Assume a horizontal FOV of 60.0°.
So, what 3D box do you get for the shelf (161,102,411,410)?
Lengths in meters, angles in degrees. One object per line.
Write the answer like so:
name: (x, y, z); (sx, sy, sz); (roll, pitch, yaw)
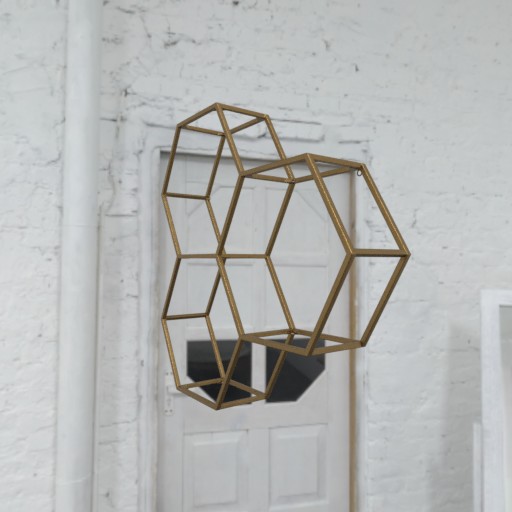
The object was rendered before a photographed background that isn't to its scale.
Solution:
shelf: (0.000, 0.000, 1.009); (0.150, 0.701, 0.708); (0, -1, -36)
